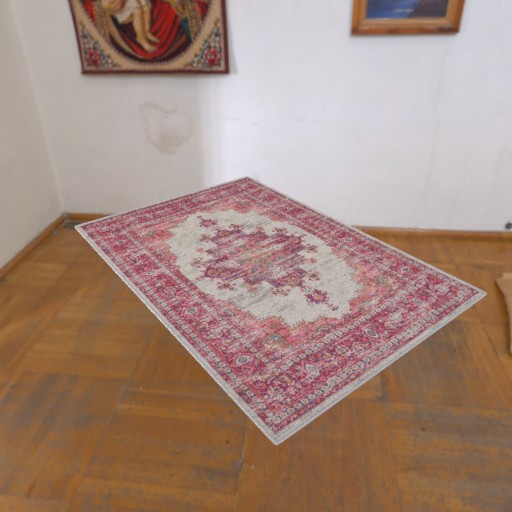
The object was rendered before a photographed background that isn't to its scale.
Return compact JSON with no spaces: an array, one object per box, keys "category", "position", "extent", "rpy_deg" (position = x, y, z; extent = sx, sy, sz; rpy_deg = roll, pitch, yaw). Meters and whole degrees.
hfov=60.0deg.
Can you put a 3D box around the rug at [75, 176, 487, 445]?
[{"category":"rug","position":[0.000,0.000,2.822],"extent":[1.555,0.011,2.232],"rpy_deg":[-22,38,-32]}]
